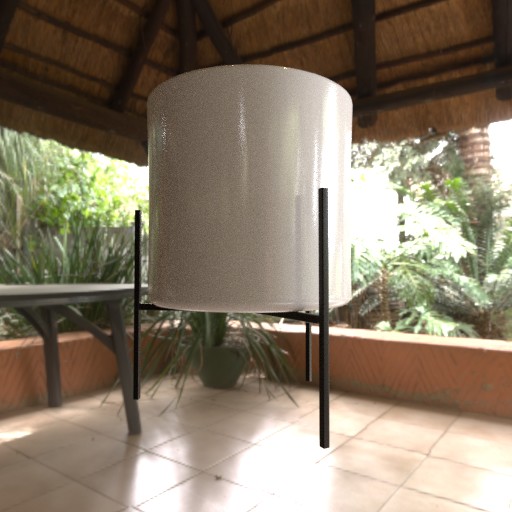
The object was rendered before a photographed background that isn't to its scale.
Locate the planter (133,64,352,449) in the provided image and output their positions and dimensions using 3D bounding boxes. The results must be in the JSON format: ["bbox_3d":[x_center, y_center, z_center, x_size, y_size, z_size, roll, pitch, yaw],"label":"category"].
[{"bbox_3d":[0.000,0.000,0.732,0.360,0.480,0.361,-1,-2,36],"label":"planter"}]
